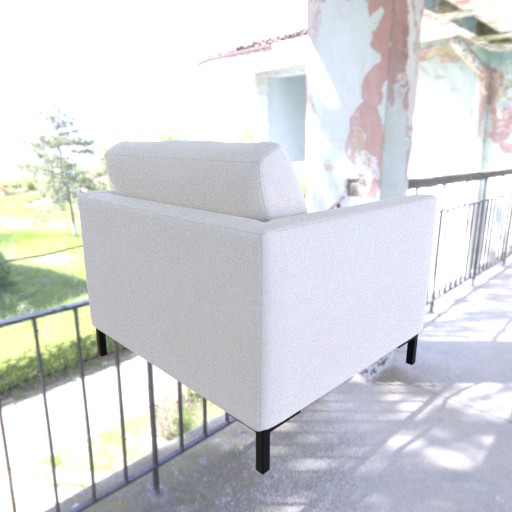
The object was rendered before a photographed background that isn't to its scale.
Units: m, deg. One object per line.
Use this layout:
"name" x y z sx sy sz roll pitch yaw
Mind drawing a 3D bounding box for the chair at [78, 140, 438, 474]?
"chair" 0.000 0.000 1.594 0.875 0.806 0.964 -14 20 -43
